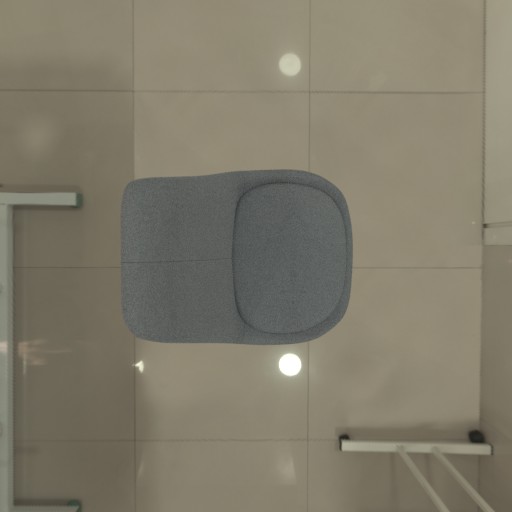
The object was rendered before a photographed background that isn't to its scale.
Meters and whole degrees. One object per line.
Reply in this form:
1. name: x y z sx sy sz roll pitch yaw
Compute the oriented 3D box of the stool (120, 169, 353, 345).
1. stool: 0.000 0.000 1.416 0.550 1.115 0.485 0 91 -1
